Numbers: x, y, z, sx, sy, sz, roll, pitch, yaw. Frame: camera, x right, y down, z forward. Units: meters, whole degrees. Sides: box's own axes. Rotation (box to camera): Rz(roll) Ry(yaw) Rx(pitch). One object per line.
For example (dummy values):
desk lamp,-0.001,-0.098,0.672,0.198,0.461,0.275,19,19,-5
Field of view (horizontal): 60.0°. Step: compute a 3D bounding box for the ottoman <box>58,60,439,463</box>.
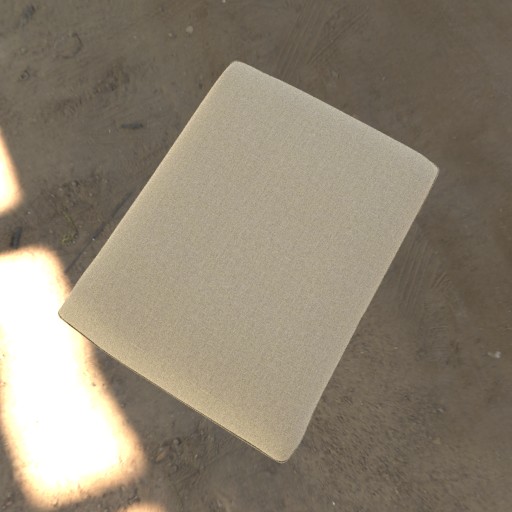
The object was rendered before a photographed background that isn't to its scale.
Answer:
ottoman,0.000,0.000,1.035,0.541,0.463,0.684,30,79,7
